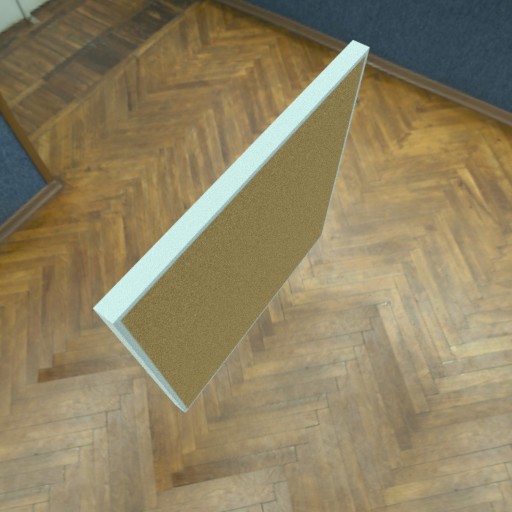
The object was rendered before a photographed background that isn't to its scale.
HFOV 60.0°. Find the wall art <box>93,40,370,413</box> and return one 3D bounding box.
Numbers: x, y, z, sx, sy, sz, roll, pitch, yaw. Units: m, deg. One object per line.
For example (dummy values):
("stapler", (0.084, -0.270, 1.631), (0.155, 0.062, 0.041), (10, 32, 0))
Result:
("wall art", (0.000, 0.000, 1.137), (0.041, 0.765, 0.768), (33, 66, 16))
